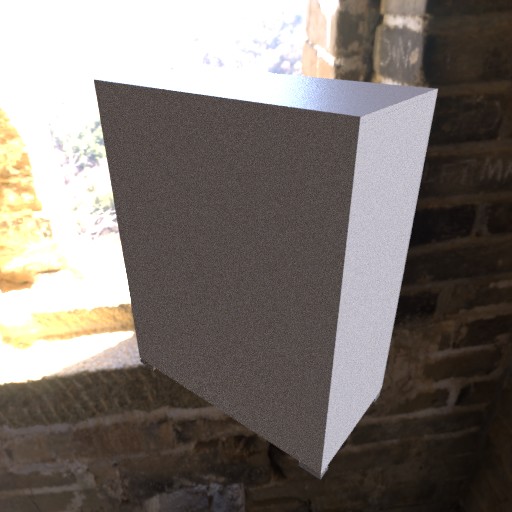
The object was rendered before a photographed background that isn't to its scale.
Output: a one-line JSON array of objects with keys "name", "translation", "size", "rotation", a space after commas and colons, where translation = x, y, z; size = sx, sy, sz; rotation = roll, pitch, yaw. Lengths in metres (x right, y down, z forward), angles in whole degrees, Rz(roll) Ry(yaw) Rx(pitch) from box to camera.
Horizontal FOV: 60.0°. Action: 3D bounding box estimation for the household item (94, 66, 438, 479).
[{"name": "household item", "translation": [0.000, 0.000, 1.379], "size": [0.790, 1.010, 0.420], "rotation": [21, 35, 32]}]
